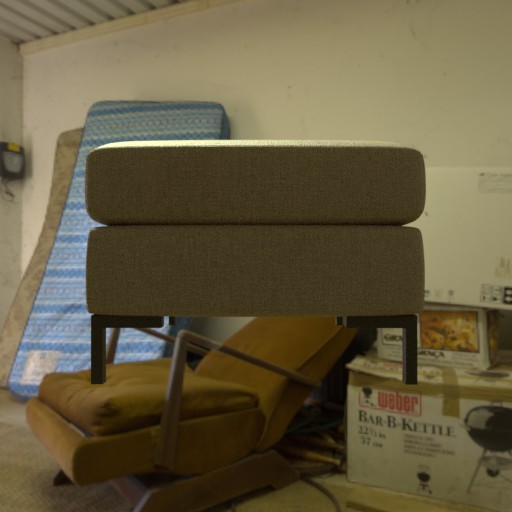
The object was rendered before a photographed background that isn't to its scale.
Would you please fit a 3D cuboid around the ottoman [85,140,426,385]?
[{"bbox_3d":[0.000,0.000,1.222,0.671,0.490,0.820,0,0,0],"label":"ottoman"}]
